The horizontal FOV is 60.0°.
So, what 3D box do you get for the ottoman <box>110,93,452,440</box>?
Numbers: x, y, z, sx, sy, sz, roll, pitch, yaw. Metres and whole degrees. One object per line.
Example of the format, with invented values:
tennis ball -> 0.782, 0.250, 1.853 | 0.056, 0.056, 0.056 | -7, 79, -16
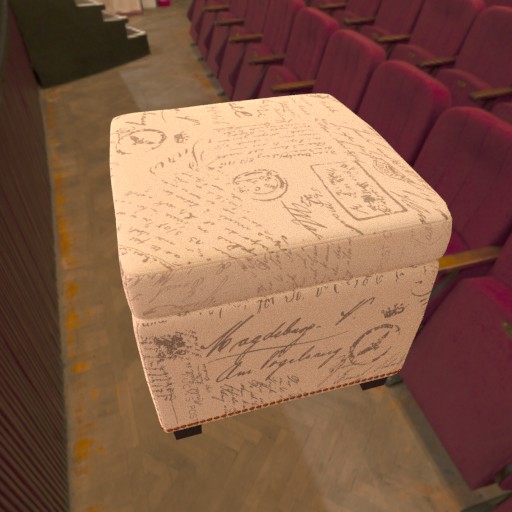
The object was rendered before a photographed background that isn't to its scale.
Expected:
ottoman -> 0.000, 0.000, 0.832 | 0.450, 0.457, 0.449 | -11, 43, -12
